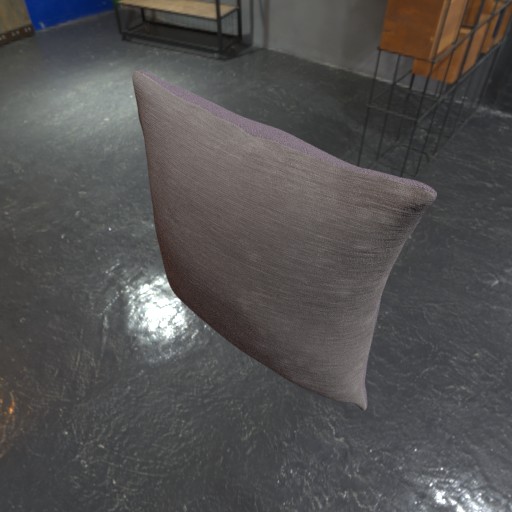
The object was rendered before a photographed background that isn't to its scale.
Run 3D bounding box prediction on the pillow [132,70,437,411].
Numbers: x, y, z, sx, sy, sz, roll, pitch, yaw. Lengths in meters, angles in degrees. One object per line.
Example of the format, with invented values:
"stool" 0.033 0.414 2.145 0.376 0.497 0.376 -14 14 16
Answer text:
"pillow" 0.000 0.000 0.668 0.452 0.439 0.204 31 52 27
